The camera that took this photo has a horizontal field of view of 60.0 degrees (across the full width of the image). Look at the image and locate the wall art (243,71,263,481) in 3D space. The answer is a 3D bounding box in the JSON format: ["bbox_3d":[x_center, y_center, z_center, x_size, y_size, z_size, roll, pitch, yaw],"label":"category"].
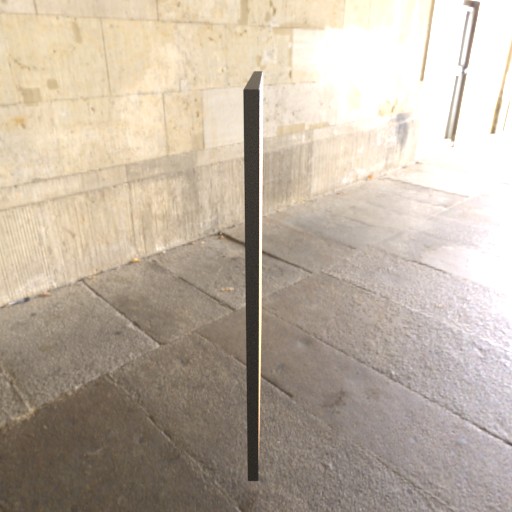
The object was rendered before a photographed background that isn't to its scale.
[{"bbox_3d":[0.000,0.000,1.373,0.030,1.027,0.774,1,25,1],"label":"wall art"}]
